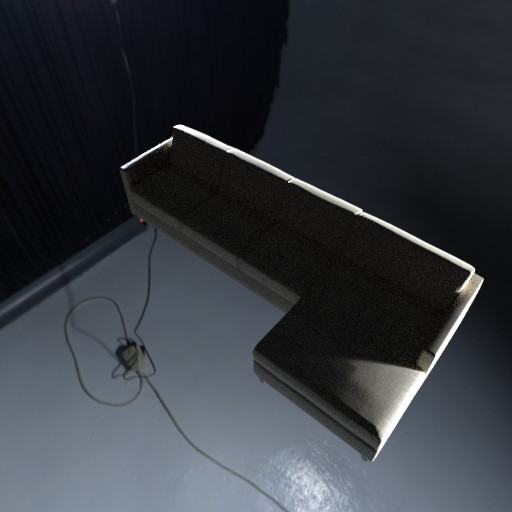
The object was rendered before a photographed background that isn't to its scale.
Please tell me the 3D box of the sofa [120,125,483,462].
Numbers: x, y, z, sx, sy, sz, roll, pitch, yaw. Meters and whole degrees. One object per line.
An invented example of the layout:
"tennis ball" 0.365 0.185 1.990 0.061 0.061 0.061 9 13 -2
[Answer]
"sofa" 0.000 0.000 4.075 3.471 0.954 1.603 31 54 26
